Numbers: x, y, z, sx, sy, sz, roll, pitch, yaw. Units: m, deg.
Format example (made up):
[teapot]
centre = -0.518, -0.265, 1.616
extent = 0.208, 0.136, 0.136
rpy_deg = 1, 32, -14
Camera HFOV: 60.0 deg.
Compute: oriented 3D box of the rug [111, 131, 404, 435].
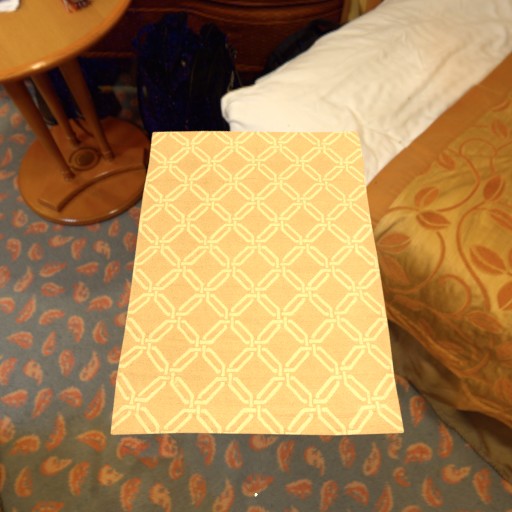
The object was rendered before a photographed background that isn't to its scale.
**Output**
[rug]
centre = 0.000, 0.000, 4.452
extent = 2.452, 0.020, 3.365
rpy_deg = 0, 62, 0
